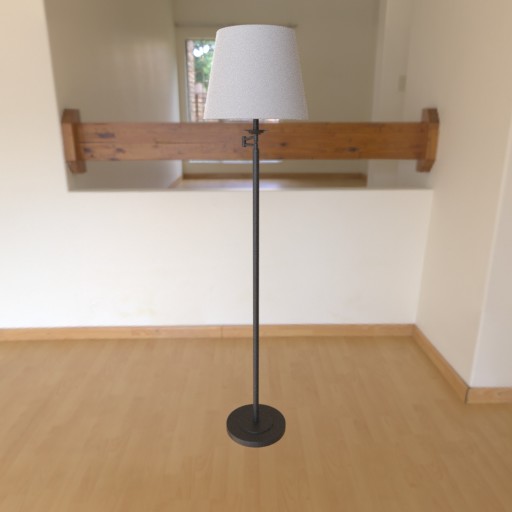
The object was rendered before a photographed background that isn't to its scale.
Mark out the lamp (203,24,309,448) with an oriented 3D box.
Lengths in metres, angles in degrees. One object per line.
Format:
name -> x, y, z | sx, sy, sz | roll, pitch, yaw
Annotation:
lamp -> 0.000, 0.000, 1.613 | 0.348, 1.473, 0.348 | -8, 19, -25
